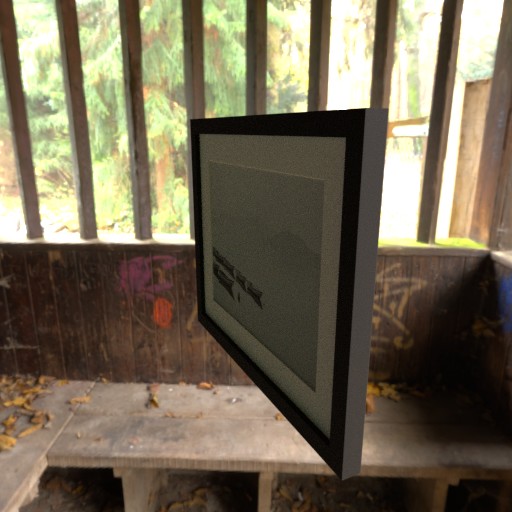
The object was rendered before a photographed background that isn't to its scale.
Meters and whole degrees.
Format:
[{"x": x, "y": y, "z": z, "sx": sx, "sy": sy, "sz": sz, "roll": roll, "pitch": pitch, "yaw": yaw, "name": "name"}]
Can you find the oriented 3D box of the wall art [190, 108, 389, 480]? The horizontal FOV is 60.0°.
[{"x": 0.000, "y": 0.000, "z": 0.751, "sx": 0.030, "sy": 0.454, "sz": 0.554, "roll": -8, "pitch": 18, "yaw": -25, "name": "wall art"}]
